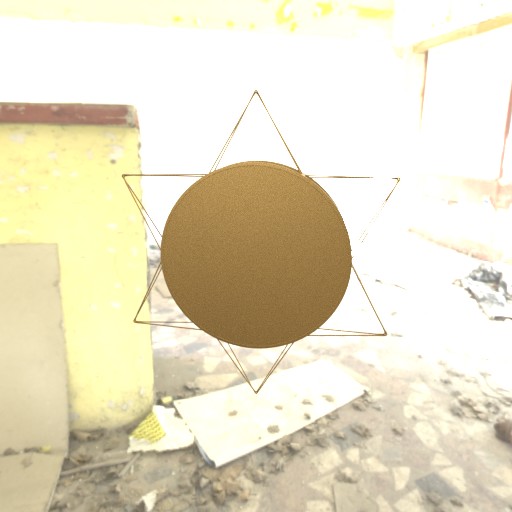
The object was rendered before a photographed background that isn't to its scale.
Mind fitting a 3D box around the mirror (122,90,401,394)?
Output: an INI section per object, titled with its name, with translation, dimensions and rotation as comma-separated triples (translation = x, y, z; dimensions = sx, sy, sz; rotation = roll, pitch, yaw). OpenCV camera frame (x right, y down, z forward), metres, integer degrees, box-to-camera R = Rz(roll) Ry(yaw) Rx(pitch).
[mirror]
translation = 0.000, 0.000, 0.824
dimensions = 0.498, 0.581, 0.062
rotation = 2, 16, 7
